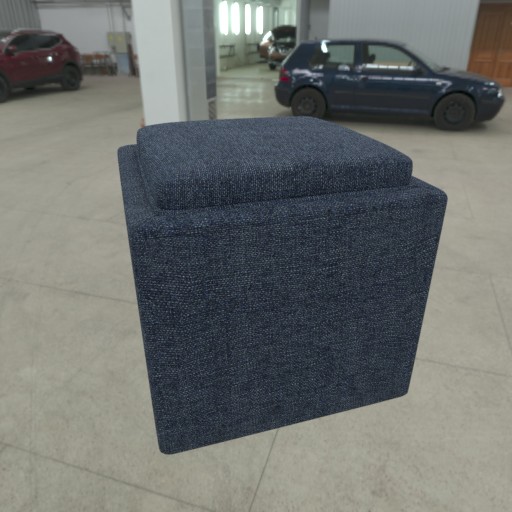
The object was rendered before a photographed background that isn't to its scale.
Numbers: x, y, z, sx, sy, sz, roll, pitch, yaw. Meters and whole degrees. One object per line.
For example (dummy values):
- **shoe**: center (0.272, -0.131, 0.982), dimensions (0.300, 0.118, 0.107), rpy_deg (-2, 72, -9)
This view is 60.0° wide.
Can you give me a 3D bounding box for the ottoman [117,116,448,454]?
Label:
- **ottoman**: center (0.000, 0.000, 0.837), dimensions (0.450, 0.460, 0.450), rpy_deg (-8, 28, -15)
